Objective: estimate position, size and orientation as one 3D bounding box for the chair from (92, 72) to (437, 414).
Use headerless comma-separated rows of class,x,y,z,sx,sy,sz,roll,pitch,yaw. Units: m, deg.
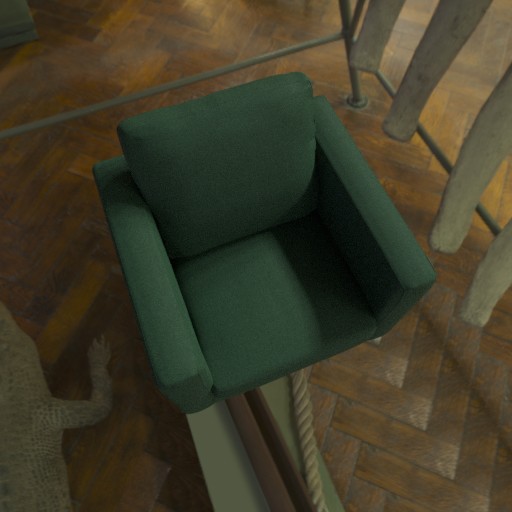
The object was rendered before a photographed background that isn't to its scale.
chair,0.000,0.000,1.552,0.855,0.927,0.800,-20,65,-10
